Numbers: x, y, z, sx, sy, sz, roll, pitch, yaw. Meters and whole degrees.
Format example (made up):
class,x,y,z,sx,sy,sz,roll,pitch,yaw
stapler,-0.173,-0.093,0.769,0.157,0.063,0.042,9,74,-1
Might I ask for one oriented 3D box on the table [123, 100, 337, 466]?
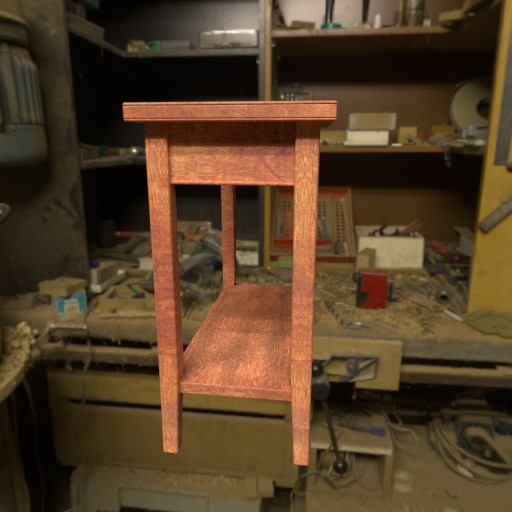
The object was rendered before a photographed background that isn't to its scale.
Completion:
class,x,y,z,sx,sy,sz,roll,pitch,yaw
table,0.000,0.000,0.987,0.305,0.610,0.610,2,15,8
